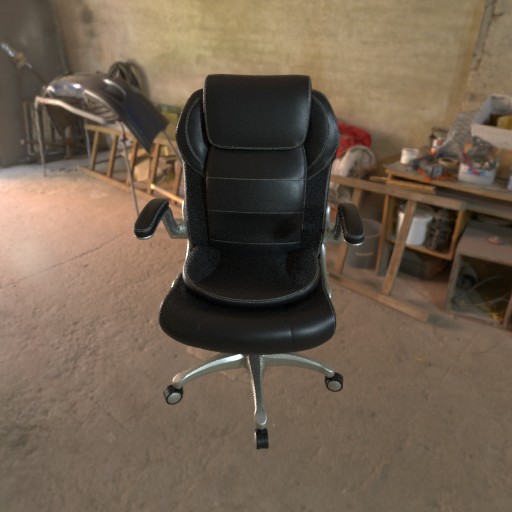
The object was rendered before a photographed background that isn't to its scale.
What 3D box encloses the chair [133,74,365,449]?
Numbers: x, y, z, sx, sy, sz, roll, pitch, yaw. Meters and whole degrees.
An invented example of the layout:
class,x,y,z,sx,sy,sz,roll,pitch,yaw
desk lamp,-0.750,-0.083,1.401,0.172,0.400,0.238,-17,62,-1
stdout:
class,x,y,z,sx,sy,sz,roll,pitch,yaw
chair,0.000,0.000,1.615,0.724,1.141,0.801,2,31,3
